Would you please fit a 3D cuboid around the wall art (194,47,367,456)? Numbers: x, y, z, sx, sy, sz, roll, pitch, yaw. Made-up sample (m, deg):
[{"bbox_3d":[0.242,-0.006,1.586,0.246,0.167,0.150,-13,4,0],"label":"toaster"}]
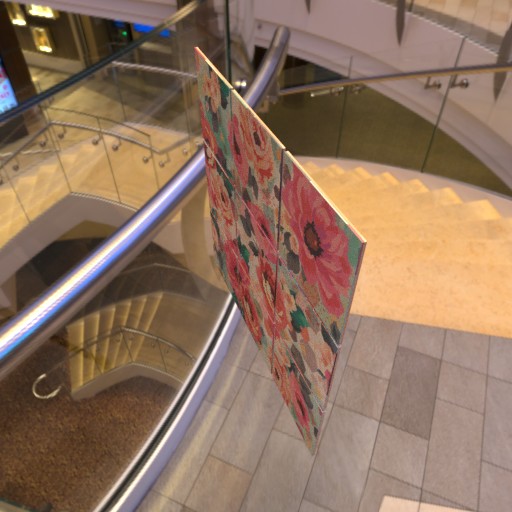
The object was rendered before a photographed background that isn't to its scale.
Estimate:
[{"bbox_3d":[0.000,0.000,1.794,0.013,1.220,1.216,-17,48,-16],"label":"wall art"}]
